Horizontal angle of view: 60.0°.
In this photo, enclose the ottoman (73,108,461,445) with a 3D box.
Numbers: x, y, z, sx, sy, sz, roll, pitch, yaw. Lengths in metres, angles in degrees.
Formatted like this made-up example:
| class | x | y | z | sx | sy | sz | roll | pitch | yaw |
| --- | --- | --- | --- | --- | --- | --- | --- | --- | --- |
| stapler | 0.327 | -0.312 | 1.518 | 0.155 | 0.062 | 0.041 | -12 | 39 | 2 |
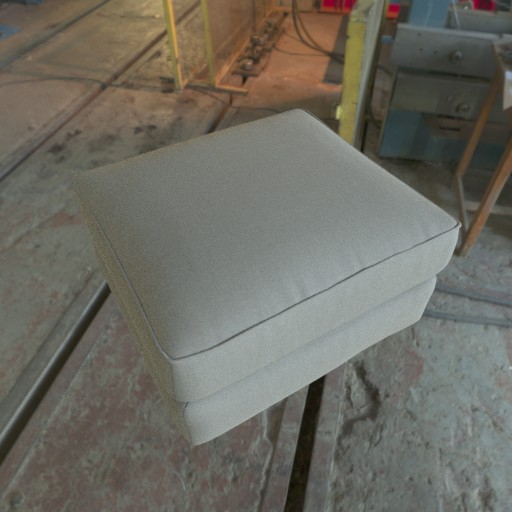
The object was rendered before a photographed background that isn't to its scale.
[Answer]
| class | x | y | z | sx | sy | sz | roll | pitch | yaw |
| --- | --- | --- | --- | --- | --- | --- | --- | --- | --- |
| ottoman | 0.000 | 0.000 | 1.153 | 0.716 | 0.505 | 0.662 | -23 | 50 | -21 |
